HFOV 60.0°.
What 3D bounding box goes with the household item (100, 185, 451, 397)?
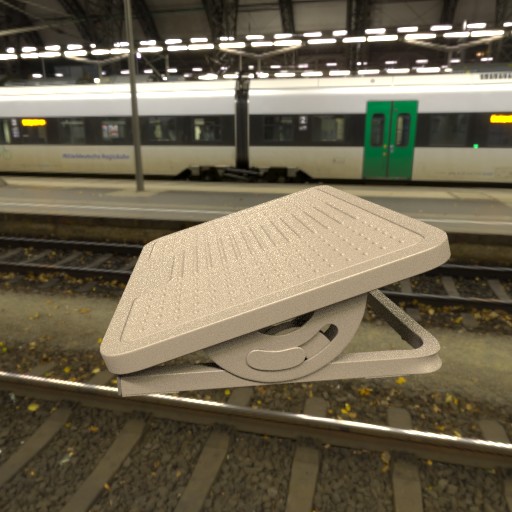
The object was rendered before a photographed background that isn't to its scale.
[{"bbox_3d":[0.000,0.000,0.529,0.301,0.126,0.390,-2,16,-7],"label":"household item"}]
